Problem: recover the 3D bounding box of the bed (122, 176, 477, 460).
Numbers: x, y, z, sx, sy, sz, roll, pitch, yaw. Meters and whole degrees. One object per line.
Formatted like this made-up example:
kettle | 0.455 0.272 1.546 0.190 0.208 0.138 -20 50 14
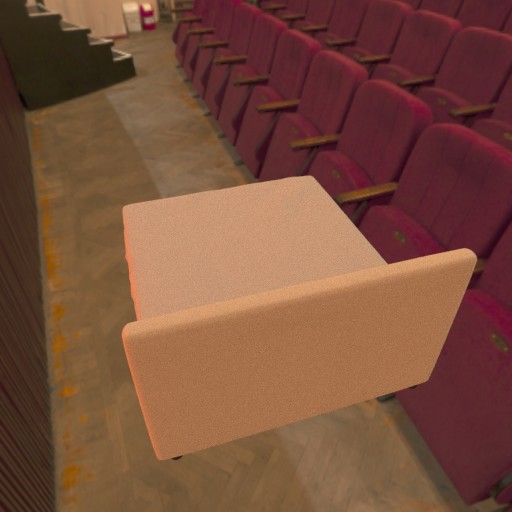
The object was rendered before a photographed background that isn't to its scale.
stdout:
bed | 0.000 0.000 3.597 2.119 1.317 2.341 -11 41 -14
